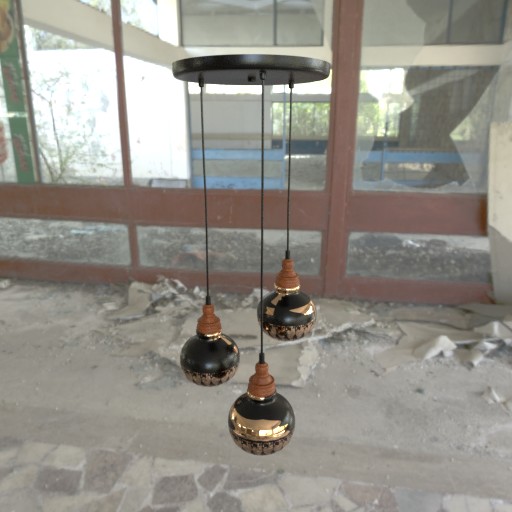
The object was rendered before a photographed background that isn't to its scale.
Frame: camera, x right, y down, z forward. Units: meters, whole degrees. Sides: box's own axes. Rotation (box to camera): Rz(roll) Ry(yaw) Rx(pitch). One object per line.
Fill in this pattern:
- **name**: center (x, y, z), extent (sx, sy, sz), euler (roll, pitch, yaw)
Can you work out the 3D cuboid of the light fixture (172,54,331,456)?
- **light fixture**: center (0.000, 0.000, 1.786), extent (0.605, 1.410, 0.608), euler (-16, 22, -43)
